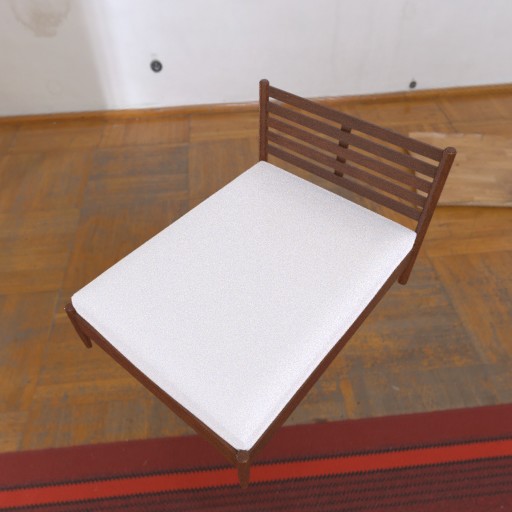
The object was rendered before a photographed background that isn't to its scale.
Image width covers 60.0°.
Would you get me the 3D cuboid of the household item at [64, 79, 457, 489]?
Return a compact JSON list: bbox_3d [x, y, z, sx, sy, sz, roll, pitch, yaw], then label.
[{"bbox_3d":[0.000,0.000,3.195,1.663,1.356,2.232,31,54,26],"label":"household item"}]
